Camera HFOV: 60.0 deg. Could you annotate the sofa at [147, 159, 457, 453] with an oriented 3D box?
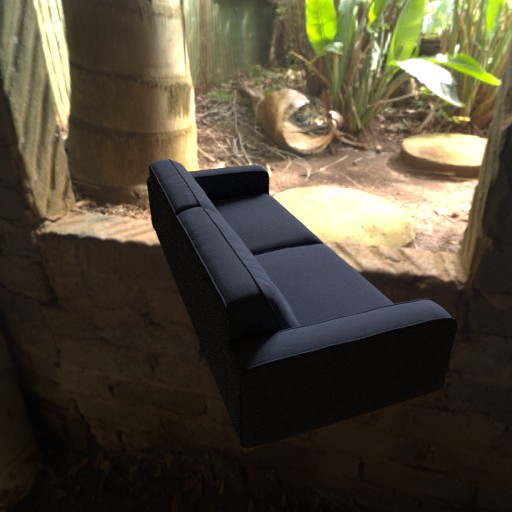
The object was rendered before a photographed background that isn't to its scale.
[{"bbox_3d":[0.000,0.000,2.652,0.953,0.782,2.270,-10,30,-18],"label":"sofa"}]
